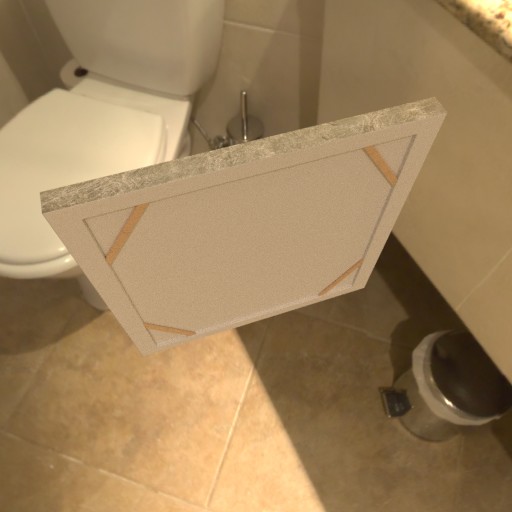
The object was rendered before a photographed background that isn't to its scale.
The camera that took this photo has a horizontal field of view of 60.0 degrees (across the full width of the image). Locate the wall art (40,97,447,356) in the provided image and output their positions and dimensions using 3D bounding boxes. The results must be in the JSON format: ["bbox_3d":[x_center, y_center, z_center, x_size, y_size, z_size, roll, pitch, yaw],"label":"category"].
[{"bbox_3d":[0.000,0.000,0.907,0.610,0.610,0.038,-16,61,-9],"label":"wall art"}]
